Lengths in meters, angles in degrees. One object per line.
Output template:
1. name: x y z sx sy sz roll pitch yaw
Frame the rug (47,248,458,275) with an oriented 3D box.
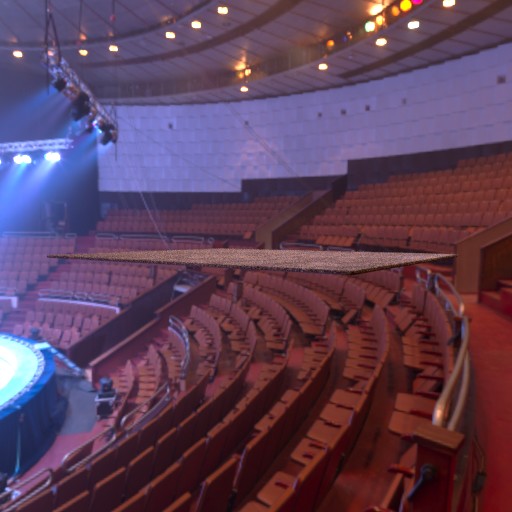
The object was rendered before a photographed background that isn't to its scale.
1. rug: 0.000 0.000 4.128 3.000 0.025 2.401 2 3 36
